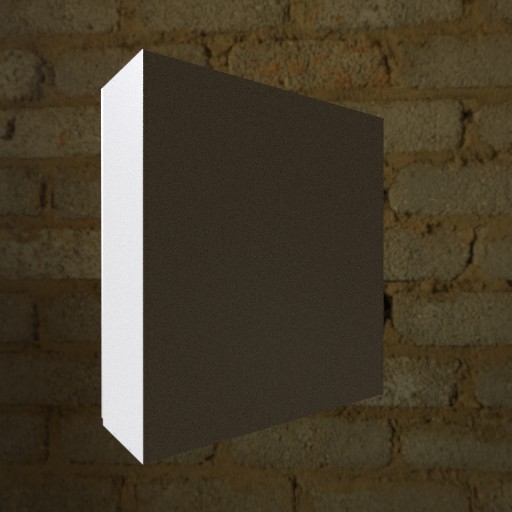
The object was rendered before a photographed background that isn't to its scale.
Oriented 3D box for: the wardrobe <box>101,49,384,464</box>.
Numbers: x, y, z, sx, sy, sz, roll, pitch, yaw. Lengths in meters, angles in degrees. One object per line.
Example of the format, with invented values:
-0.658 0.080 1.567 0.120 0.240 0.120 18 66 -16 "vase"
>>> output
0.000 0.000 2.862 1.780 1.960 0.629 0 0 -36 "wardrobe"
